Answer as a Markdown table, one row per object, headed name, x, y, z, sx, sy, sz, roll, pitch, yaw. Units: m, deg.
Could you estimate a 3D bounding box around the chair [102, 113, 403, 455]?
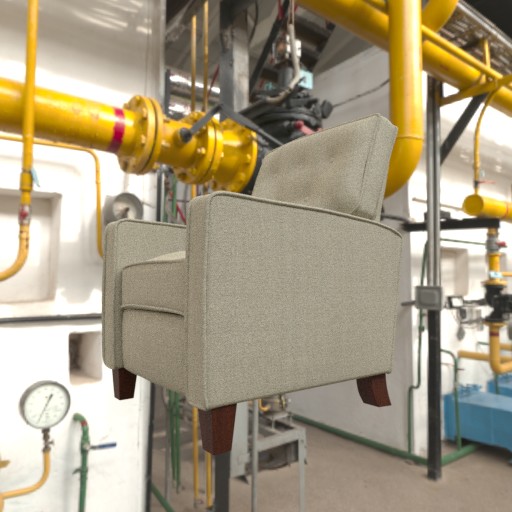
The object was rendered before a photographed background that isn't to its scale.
| name | x | y | z | sx | sy | sz | roll | pitch | yaw |
| --- | --- | --- | --- | --- | --- | --- | --- | --- | --- |
| chair | 0.000 | 0.000 | 1.390 | 0.754 | 0.888 | 0.648 | 2 | -4 | -37 |
